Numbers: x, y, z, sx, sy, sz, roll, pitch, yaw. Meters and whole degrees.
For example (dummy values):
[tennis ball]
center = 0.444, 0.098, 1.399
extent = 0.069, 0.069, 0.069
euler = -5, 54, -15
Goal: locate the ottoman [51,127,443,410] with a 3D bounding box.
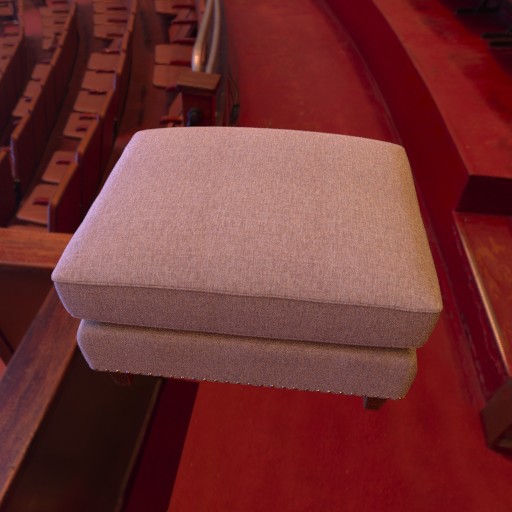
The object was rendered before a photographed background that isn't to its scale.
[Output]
[ottoman]
center = 0.000, 0.000, 1.132
extent = 0.741, 0.513, 0.584
euler = 4, 45, 4
